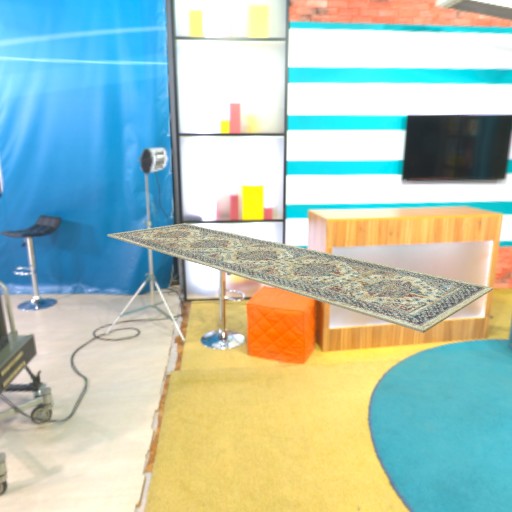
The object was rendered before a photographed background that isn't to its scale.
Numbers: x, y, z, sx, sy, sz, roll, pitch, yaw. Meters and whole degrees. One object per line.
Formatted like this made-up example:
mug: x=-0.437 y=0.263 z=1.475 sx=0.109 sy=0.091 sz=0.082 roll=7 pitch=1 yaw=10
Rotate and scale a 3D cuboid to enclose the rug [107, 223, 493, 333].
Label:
rug: x=0.000 y=0.000 z=2.515 sx=0.661 sy=0.013 sz=2.297 roll=-13 pitch=19 yaw=-43
